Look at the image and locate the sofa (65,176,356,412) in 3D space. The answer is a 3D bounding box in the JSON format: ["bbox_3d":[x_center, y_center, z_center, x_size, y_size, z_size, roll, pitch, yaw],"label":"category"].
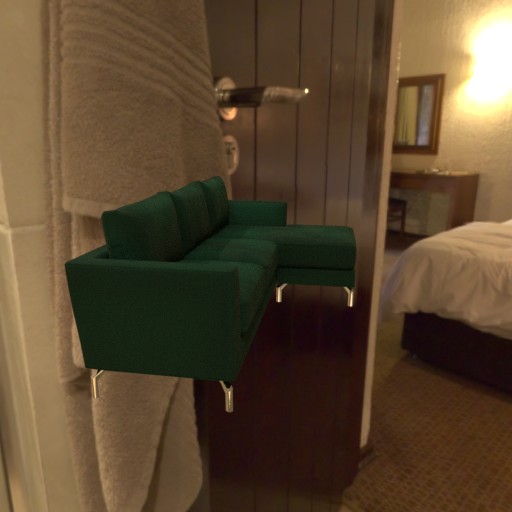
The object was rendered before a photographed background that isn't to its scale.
[{"bbox_3d":[0.000,0.000,3.243,1.489,1.007,2.441,2,15,9],"label":"sofa"}]
